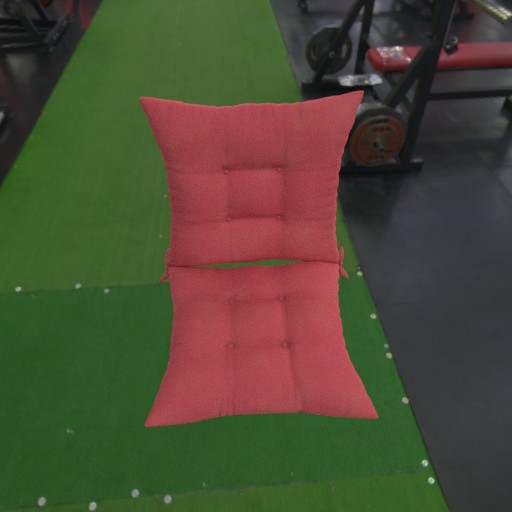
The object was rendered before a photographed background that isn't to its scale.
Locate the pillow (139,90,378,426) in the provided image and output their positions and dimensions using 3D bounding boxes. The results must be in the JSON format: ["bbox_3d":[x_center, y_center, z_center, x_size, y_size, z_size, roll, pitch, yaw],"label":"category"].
[{"bbox_3d":[0.000,0.000,1.002,0.541,0.536,0.585,-2,45,-2],"label":"pillow"}]
